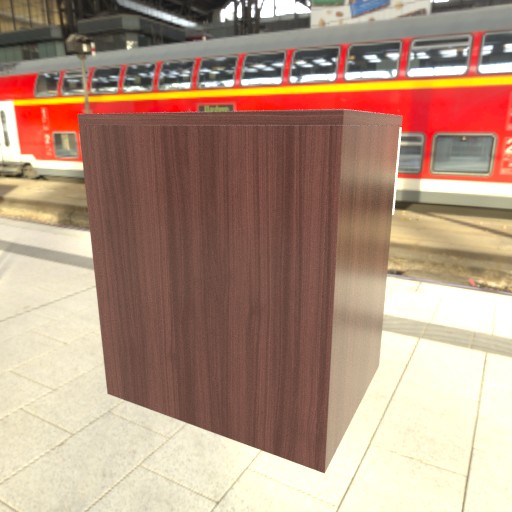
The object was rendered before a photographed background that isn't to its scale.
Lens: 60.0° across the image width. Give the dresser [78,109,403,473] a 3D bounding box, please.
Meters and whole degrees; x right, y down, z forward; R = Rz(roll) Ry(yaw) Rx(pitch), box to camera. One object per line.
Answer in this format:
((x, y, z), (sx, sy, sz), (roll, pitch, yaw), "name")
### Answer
((0.000, 0.000, 0.776), (0.400, 0.470, 0.360), (8, 18, 27), "dresser")
